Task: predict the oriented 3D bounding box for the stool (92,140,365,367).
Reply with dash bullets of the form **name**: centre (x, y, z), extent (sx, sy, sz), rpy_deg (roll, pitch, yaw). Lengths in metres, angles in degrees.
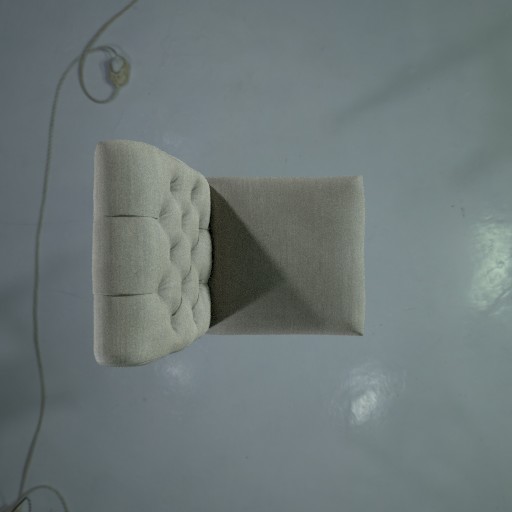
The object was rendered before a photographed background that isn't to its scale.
- **stool**: centre (0.000, 0.000, 1.417), extent (0.660, 1.084, 0.486), rpy_deg (0, 89, 1)
